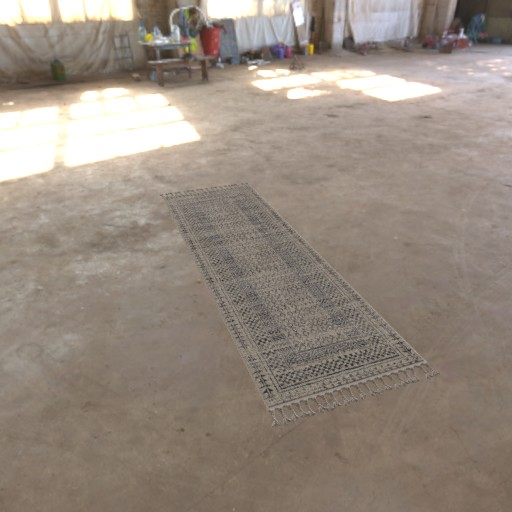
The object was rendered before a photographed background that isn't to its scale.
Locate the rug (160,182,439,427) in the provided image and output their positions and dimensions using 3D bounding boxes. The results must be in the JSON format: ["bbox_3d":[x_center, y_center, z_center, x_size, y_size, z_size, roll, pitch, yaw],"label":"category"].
[{"bbox_3d":[0.000,0.000,2.786,0.786,0.013,2.480,-11,32,-18],"label":"rug"}]
